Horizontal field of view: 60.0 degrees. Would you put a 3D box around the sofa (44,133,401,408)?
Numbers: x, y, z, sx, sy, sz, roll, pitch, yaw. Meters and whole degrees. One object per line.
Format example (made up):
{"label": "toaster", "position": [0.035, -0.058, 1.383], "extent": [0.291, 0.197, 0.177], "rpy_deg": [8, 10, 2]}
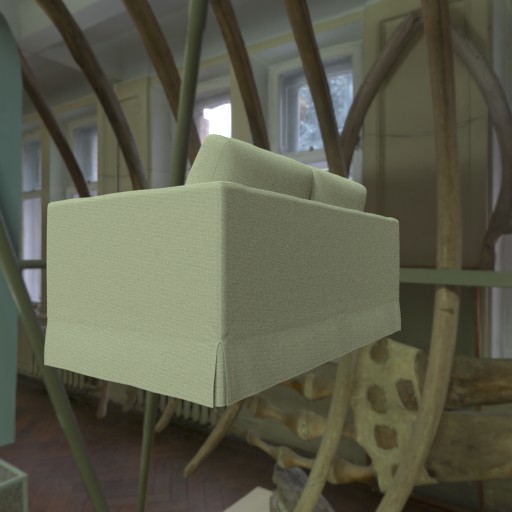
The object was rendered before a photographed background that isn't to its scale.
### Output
{"label": "sofa", "position": [0.000, 0.000, 2.367], "extent": [1.009, 0.932, 1.813], "rpy_deg": [0, 0, 35]}
